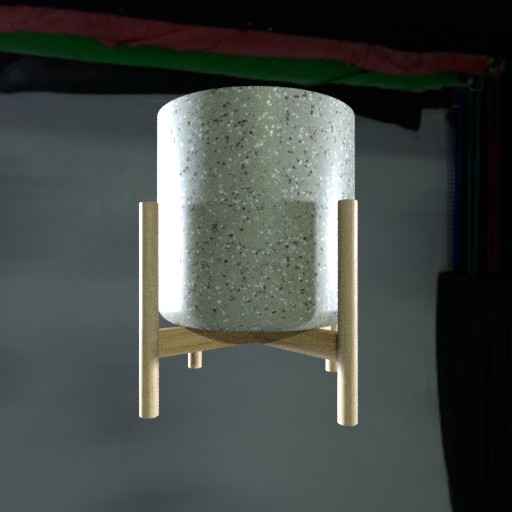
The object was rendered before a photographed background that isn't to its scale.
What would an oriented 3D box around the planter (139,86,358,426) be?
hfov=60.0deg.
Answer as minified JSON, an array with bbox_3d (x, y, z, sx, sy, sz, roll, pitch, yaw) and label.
[{"bbox_3d":[0.000,0.000,0.697,0.360,0.419,0.360,0,0,-17],"label":"planter"}]
